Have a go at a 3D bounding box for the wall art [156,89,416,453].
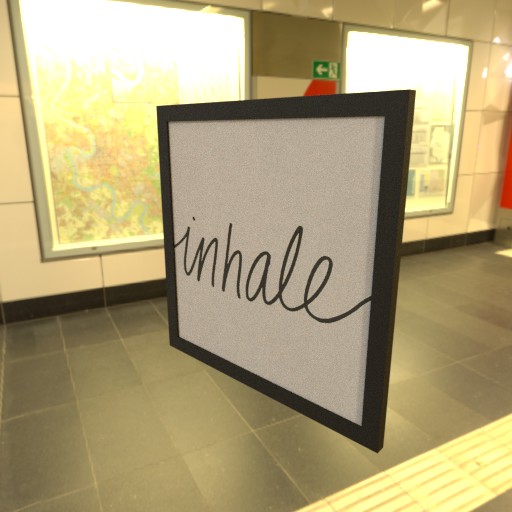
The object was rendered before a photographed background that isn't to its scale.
[{"bbox_3d":[0.000,0.000,0.533,0.356,0.356,0.013,14,21,41],"label":"wall art"}]
